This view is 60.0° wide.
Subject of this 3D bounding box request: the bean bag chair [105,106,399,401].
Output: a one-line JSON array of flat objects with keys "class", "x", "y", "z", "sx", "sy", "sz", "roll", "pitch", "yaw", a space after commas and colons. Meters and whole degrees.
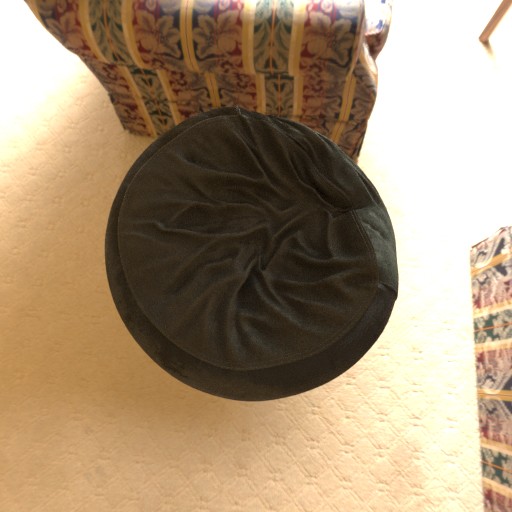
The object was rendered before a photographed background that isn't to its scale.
[{"class": "bean bag chair", "x": 0.000, "y": 0.000, "z": 1.488, "sx": 0.918, "sy": 0.605, "sz": 0.918, "roll": 0, "pitch": 75, "yaw": 0}]
